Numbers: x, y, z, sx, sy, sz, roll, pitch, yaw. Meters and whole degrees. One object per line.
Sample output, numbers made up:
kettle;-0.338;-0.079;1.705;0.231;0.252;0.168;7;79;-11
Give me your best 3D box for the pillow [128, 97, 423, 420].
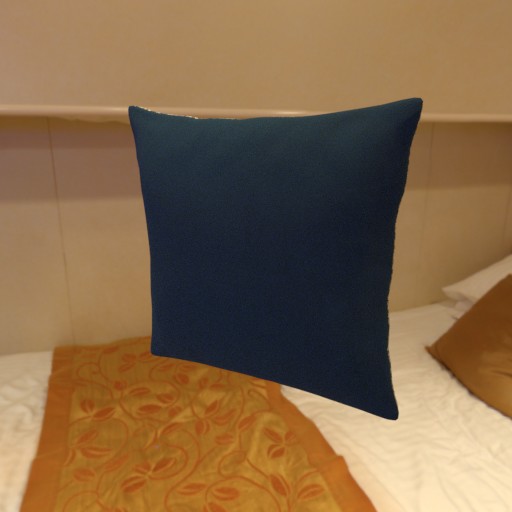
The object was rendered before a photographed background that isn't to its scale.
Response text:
pillow;0.000;0.000;0.776;0.523;0.510;0.166;8;18;26
